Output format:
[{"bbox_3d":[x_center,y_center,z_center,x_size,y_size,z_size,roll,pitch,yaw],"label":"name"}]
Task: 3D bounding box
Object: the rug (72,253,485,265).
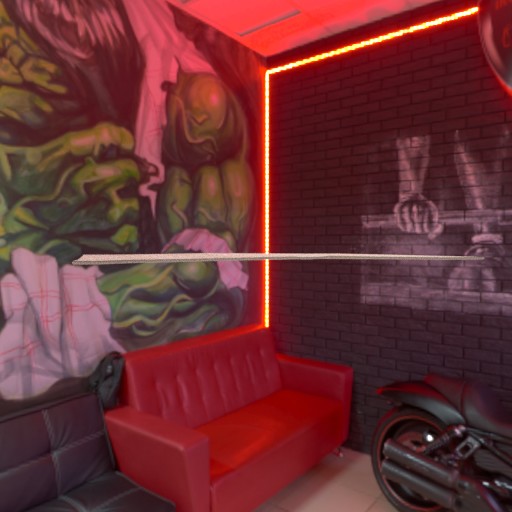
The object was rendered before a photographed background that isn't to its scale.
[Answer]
[{"bbox_3d":[0.000,0.000,4.294,3.202,0.045,2.434,0,1,-19],"label":"rug"}]
